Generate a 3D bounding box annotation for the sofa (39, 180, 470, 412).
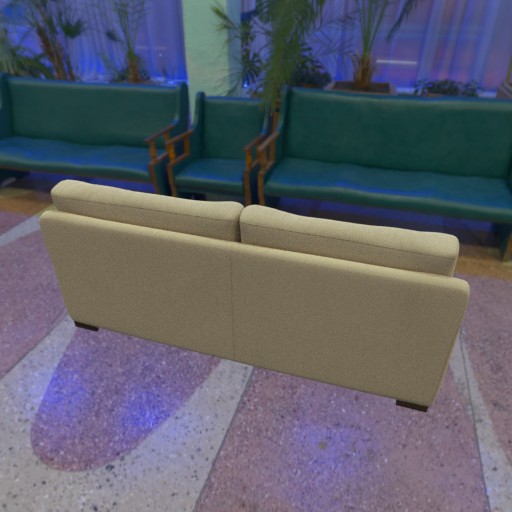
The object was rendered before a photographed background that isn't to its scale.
[{"bbox_3d":[0.000,0.000,2.583,2.147,0.925,0.929,10,34,15],"label":"sofa"}]
